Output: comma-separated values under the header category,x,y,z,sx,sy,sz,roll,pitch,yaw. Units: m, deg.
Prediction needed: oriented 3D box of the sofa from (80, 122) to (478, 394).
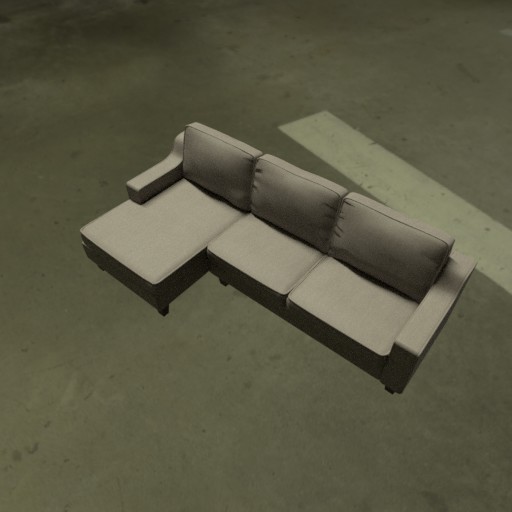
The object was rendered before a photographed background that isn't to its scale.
category,x,y,z,sx,sy,sz,roll,pitch,yaw
sofa,0.000,0.000,3.191,2.561,0.928,1.294,30,53,26
